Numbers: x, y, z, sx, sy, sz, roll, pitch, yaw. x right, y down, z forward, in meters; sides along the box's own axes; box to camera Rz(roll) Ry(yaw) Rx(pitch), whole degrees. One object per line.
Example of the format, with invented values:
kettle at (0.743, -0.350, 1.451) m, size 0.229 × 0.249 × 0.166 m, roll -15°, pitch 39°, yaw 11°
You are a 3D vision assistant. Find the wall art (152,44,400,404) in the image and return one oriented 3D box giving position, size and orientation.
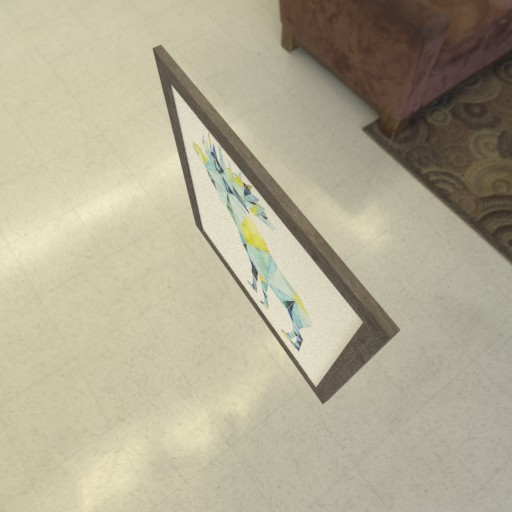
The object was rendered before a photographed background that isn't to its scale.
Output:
wall art at (0.000, 0.000, 0.694) m, size 0.013 × 0.457 × 0.457 m, roll -31°, pitch 68°, yaw -14°
